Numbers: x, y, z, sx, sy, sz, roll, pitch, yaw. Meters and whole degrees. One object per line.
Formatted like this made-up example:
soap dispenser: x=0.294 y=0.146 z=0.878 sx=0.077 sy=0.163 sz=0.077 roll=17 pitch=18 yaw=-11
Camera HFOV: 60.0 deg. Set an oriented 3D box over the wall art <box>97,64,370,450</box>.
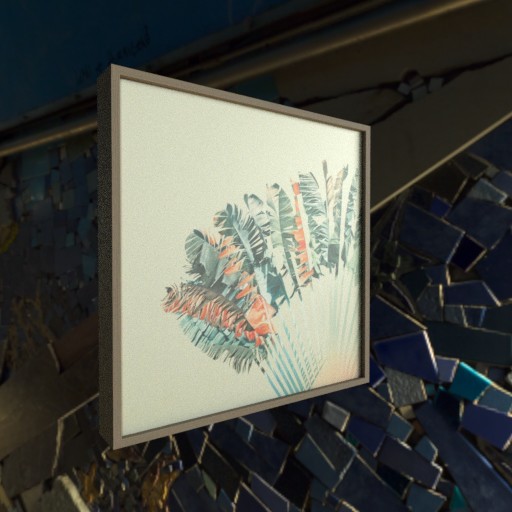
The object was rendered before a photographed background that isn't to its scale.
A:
wall art: x=0.000 y=0.000 z=0.452 sx=0.304 sy=0.303 sz=0.038 roll=-1 pitch=1 yaw=-36
